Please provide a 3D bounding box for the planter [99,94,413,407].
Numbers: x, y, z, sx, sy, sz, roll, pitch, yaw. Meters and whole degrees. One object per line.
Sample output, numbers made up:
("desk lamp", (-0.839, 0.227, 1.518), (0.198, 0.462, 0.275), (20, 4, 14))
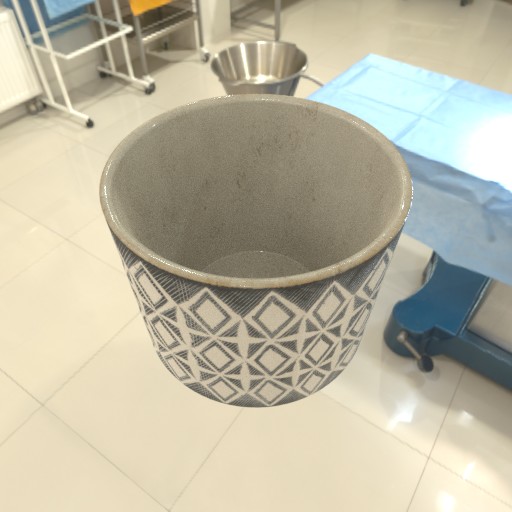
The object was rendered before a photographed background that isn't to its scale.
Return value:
("planter", (0.000, 0.000, 0.339), (0.192, 0.165, 0.192), (0, 47, 0))
